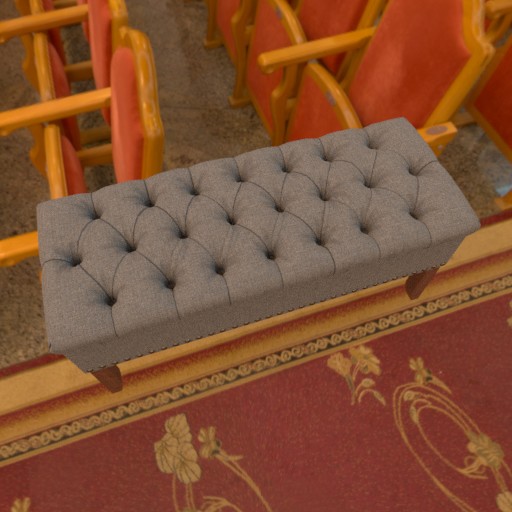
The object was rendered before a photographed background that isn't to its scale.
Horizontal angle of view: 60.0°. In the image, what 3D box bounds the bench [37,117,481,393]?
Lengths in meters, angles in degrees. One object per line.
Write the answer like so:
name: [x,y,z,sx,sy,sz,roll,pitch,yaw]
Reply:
bench: [0.000,0.000,1.285,1.052,0.470,0.417,-15,60,-9]
